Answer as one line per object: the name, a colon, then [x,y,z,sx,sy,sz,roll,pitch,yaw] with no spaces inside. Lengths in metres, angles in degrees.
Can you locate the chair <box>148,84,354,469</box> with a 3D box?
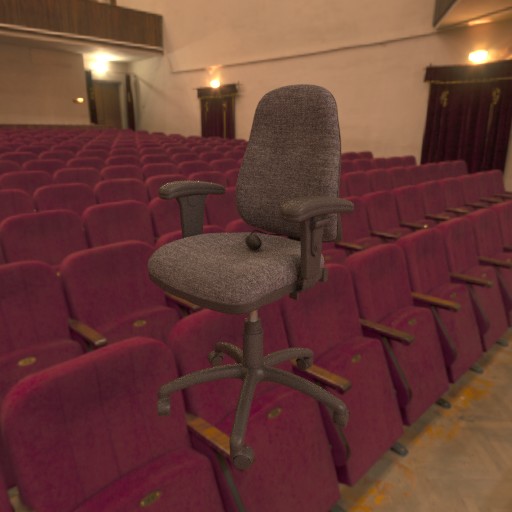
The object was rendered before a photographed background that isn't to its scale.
chair: [0.000,0.000,1.227,0.550,0.910,0.530,15,21,43]
